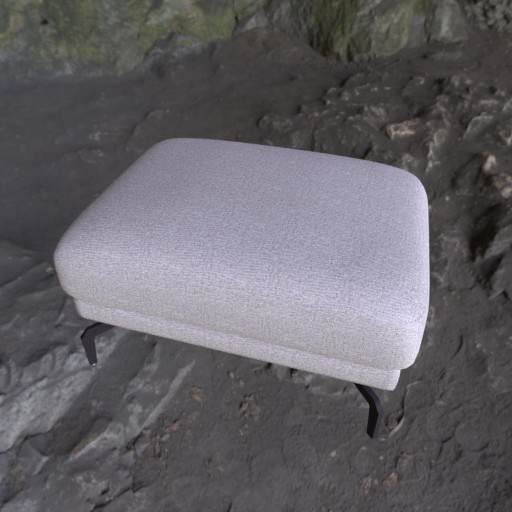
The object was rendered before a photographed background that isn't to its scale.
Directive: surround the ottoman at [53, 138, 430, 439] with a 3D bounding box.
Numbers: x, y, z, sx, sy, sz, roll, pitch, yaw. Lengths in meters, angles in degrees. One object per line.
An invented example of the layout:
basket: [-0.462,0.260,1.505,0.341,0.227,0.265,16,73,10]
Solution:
ottoman: [0.000,0.000,1.100,0.772,0.420,0.568,11,41,12]
